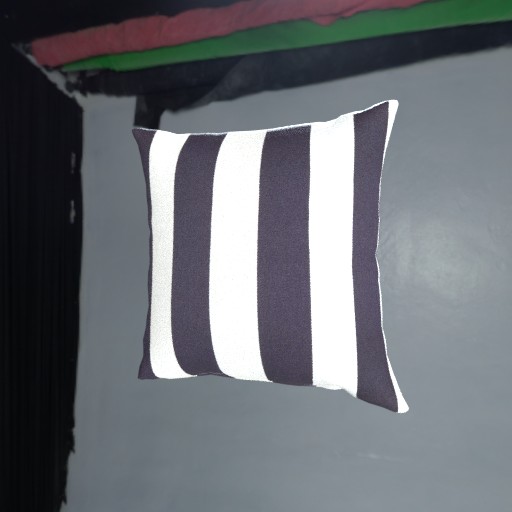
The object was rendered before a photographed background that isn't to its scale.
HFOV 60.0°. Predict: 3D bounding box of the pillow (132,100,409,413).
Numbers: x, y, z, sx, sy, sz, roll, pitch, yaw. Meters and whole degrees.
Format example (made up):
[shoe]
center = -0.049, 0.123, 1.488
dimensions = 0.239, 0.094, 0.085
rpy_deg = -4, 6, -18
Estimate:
[pillow]
center = 0.000, 0.000, 0.821
dimensions = 0.536, 0.526, 0.189
rpy_deg = 0, 0, 17
